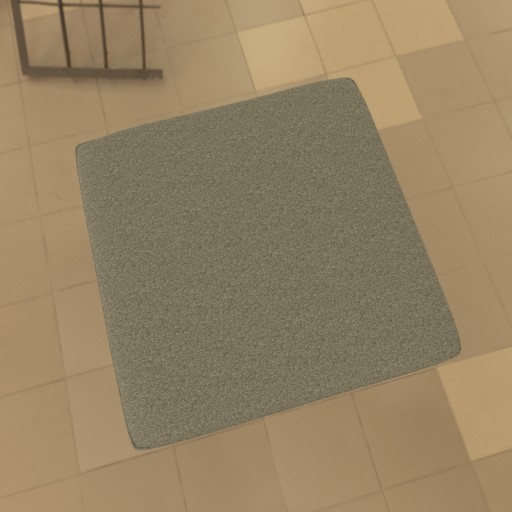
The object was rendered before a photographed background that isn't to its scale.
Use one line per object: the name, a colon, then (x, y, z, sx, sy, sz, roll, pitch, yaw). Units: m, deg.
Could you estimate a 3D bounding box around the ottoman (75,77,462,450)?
ottoman: (0.000, 0.000, 1.551, 1.005, 0.464, 1.015, -15, 75, -4)
